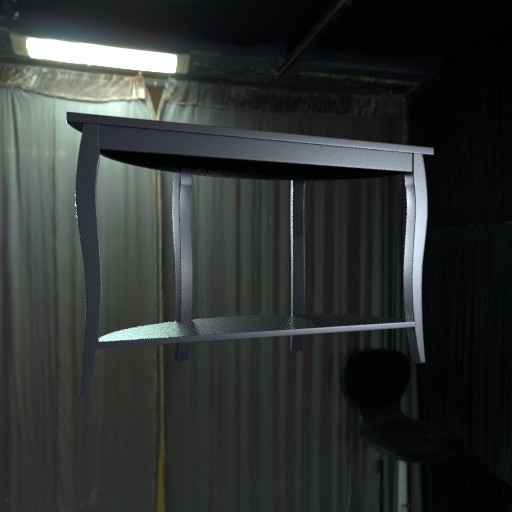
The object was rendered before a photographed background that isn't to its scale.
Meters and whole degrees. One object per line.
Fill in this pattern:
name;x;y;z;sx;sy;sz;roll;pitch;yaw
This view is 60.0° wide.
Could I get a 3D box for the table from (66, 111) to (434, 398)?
table;0.000;0.000;1.580;1.219;0.780;0.394;0;0;-20
